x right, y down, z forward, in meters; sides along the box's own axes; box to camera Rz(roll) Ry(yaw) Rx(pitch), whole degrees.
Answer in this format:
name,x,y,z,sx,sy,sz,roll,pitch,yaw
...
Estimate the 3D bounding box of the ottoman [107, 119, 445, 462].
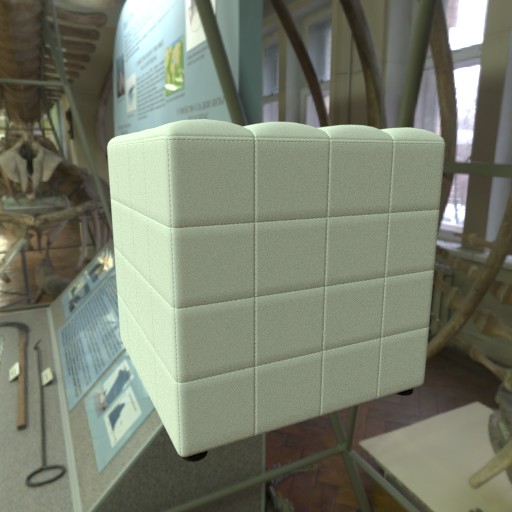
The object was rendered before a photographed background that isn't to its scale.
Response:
name,x,y,z,sx,sy,sz,roll,pitch,yaw
ottoman,0.000,0.000,0.792,0.425,0.432,0.425,-6,14,-26
